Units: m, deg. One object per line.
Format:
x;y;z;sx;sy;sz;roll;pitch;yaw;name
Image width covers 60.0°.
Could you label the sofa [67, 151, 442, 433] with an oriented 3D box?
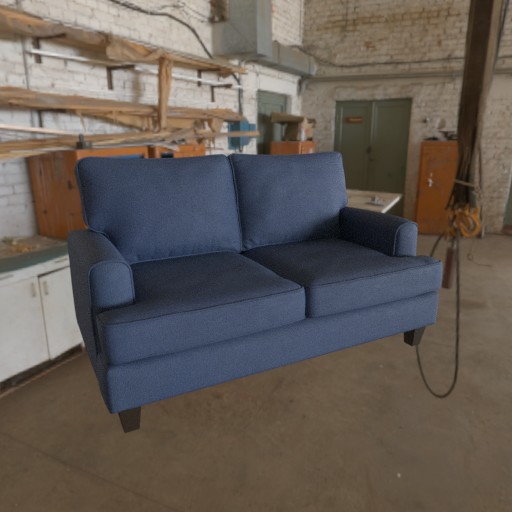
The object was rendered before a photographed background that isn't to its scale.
0.000;0.000;2.189;1.651;0.965;0.965;-8;18;-27;sofa
